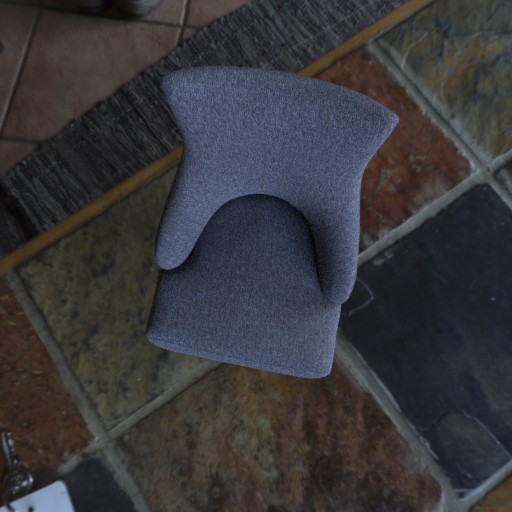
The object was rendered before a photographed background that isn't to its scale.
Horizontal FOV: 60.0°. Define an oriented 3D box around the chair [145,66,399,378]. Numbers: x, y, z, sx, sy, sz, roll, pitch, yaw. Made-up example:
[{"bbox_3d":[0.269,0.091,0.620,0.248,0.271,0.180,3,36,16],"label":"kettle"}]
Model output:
[{"bbox_3d":[0.000,0.000,1.302,0.566,0.909,0.629,11,76,3],"label":"chair"}]
